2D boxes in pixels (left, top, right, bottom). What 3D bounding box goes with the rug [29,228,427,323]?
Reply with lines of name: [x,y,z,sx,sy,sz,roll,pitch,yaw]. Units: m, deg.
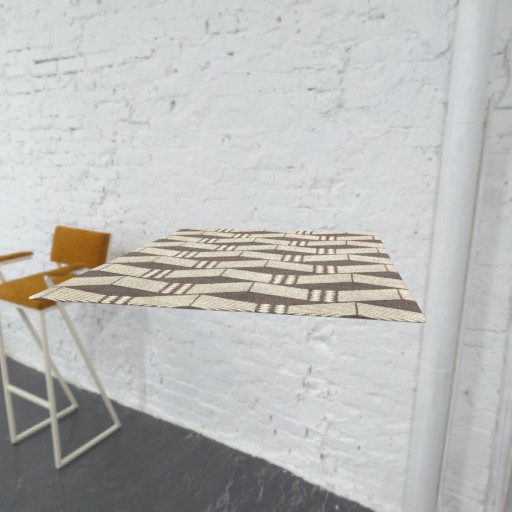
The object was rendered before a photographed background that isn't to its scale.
rug: [0.000,0.000,4.090,2.438,0.016,3.048,2,12,10]
